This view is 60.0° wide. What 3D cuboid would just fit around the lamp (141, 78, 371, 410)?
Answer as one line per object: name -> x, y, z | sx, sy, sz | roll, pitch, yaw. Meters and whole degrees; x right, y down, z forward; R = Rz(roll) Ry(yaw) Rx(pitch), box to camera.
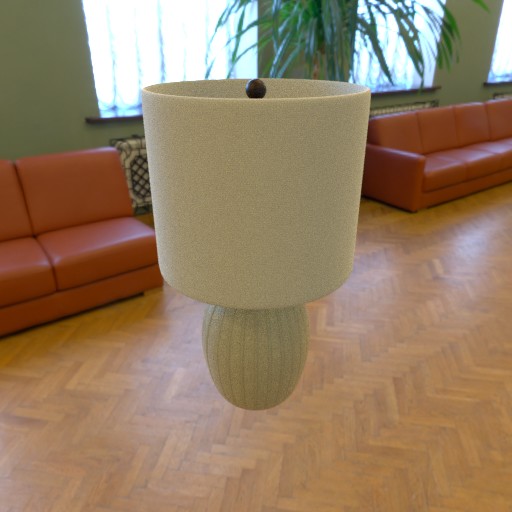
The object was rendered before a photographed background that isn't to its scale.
lamp -> 0.000, 0.000, 0.766 | 0.329, 0.570, 0.329 | -18, 31, -33
